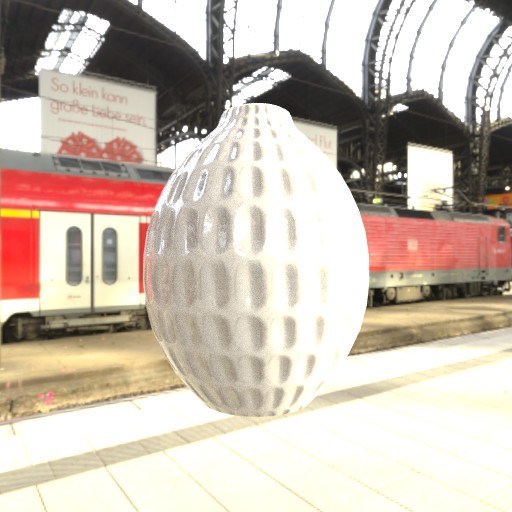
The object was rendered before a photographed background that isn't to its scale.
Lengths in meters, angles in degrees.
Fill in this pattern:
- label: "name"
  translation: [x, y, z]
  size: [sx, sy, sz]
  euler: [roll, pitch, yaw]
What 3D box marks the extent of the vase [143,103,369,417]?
- label: "vase"
  translation: [0.000, 0.000, 0.259]
  size: [0.128, 0.167, 0.128]
  euler: [0, 0, 0]
